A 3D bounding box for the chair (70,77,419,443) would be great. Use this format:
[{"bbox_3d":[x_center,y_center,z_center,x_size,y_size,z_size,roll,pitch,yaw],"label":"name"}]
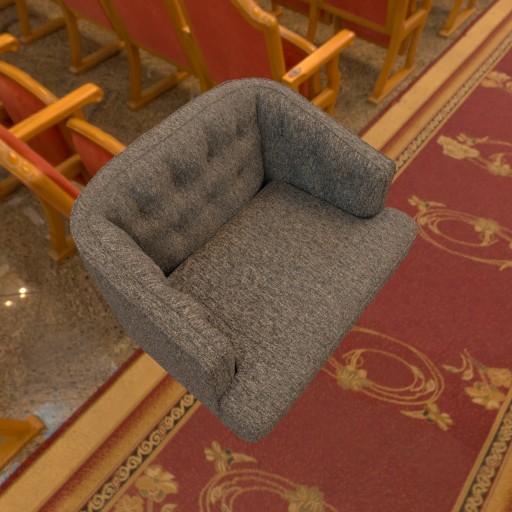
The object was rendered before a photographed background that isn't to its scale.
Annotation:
[{"bbox_3d":[0.000,0.000,1.796,0.941,0.852,1.104,35,64,20],"label":"chair"}]
